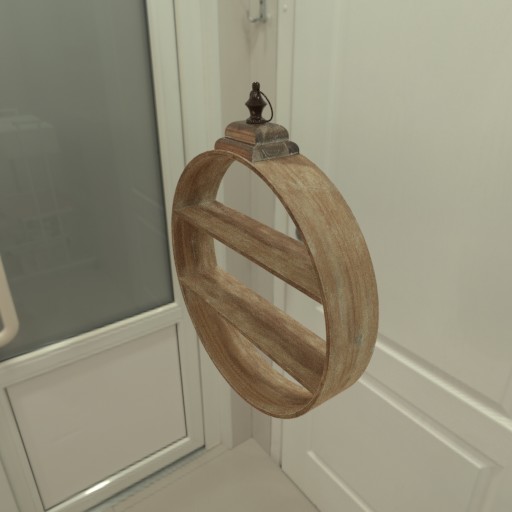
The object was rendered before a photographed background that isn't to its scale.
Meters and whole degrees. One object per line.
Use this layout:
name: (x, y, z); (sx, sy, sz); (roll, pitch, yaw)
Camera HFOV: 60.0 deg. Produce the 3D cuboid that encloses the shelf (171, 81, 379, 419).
shelf: (0.000, 0.000, 0.987); (0.125, 0.725, 0.601); (-18, 31, -32)
